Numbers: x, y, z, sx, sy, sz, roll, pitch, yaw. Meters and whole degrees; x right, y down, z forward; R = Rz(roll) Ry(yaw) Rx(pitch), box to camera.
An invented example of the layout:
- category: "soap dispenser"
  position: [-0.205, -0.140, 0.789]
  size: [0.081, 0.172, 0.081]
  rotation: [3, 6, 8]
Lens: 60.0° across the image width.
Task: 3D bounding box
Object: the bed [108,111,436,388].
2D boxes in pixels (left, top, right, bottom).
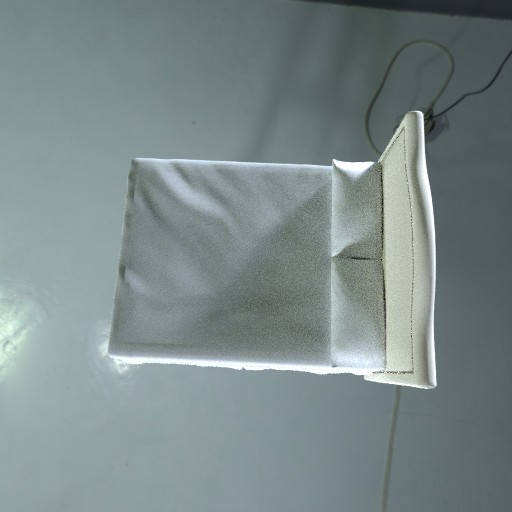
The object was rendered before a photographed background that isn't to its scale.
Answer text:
- category: "bed"
  position: [0.000, 0.000, 3.317]
  size: [2.143, 1.460, 1.753]
  rotation: [3, 76, 1]
